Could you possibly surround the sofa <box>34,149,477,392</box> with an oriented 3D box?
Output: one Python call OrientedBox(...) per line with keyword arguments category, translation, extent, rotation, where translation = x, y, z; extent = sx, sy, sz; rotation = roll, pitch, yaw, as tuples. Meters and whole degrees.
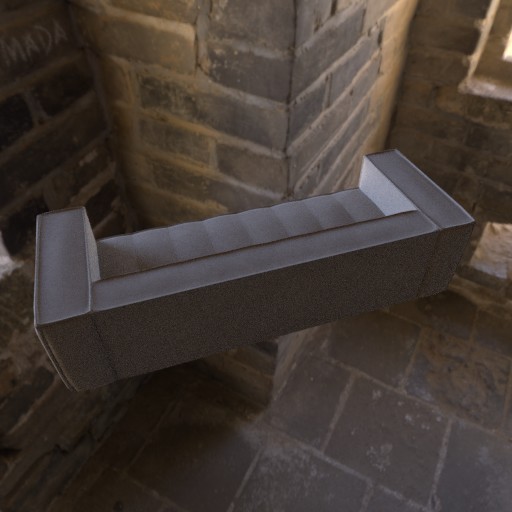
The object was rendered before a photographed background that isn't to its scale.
OrientedBox(category="sofa", translation=(0.000, 0.000, 3.053), extent=(2.697, 0.680, 1.038), rotation=(-13, 44, -14))
